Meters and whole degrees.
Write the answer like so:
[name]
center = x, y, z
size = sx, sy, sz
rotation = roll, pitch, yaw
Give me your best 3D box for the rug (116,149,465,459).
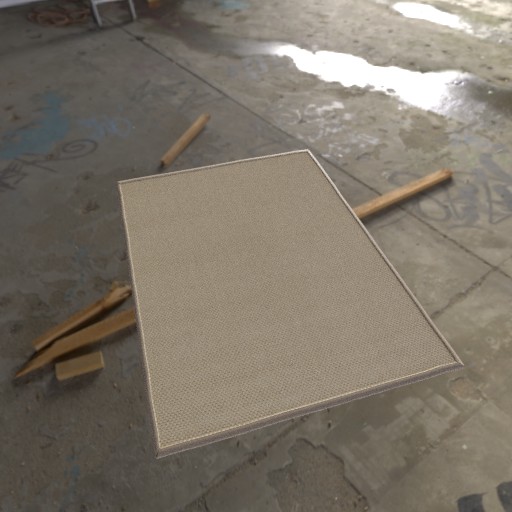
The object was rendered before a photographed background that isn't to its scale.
[rug]
center = 0.000, 0.000, 2.723
size = 1.525, 0.020, 2.081
rotation = -12, 47, -12
